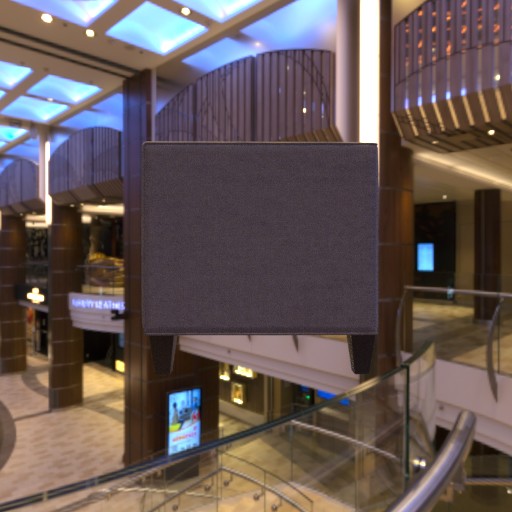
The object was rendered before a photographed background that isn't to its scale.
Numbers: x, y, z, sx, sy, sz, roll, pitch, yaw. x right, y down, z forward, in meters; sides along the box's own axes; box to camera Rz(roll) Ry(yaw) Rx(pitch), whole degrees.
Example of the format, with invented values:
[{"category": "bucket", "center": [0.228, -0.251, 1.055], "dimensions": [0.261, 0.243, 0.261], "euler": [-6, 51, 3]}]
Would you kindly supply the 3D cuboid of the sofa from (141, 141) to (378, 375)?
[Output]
[{"category": "sofa", "center": [0.000, 0.000, 2.505], "dimensions": [0.775, 0.762, 2.159], "euler": [0, 0, -1]}]
